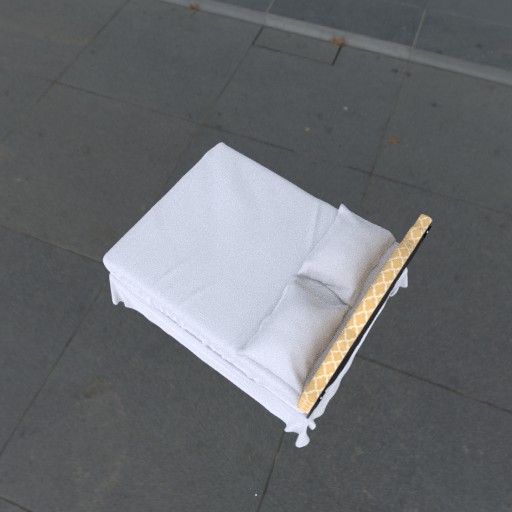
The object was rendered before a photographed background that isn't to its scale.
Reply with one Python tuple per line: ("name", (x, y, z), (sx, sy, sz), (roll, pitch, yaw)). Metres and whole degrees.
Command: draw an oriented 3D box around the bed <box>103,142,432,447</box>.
("bed", (0.000, 0.000, 3.512), (2.222, 1.633, 1.780), (33, 66, 16))
